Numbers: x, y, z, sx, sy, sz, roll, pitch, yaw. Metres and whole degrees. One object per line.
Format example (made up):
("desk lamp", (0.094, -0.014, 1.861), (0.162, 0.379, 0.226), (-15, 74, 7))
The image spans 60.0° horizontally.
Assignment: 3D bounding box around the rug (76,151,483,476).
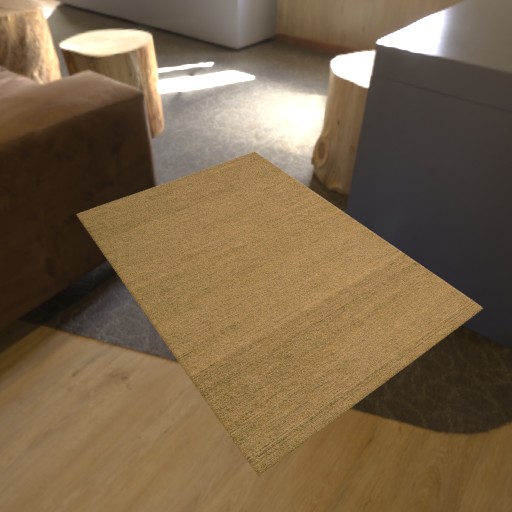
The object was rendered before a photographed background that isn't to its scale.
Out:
("rug", (0.000, 0.000, 5.019), (2.782, 0.025, 3.935), (-26, 48, -26))
